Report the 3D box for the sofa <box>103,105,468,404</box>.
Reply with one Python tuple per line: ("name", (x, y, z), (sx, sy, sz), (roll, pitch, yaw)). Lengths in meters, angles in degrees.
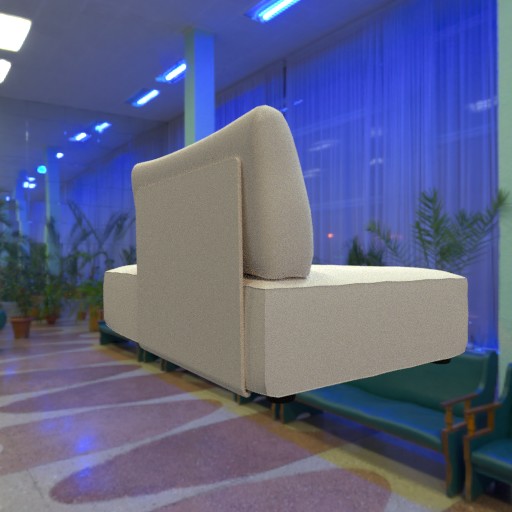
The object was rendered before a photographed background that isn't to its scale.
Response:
("sofa", (0.000, 0.000, 2.025), (1.000, 0.820, 1.450), (0, 0, -35))
